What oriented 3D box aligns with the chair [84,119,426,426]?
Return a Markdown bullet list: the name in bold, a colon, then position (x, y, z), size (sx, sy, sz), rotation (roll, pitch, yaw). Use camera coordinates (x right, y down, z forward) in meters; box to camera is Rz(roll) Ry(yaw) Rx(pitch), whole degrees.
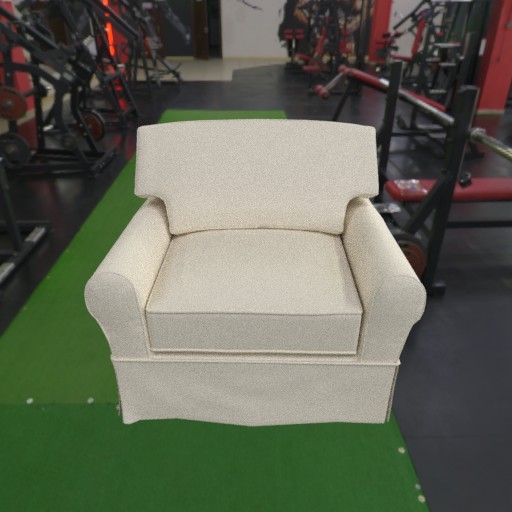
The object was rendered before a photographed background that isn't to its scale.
- **chair**: position (0.000, 0.000, 1.787), size (1.099, 0.958, 0.904), rotation (1, 30, 1)
